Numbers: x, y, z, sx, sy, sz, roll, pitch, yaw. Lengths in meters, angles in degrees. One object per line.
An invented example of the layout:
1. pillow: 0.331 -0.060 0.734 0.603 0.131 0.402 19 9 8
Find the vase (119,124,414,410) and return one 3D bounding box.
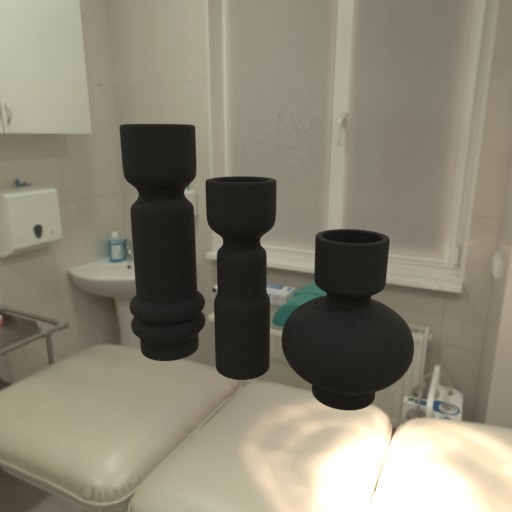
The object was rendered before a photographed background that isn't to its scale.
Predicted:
1. vase: 0.000 0.000 0.434 0.307 0.249 0.120 8 17 26
